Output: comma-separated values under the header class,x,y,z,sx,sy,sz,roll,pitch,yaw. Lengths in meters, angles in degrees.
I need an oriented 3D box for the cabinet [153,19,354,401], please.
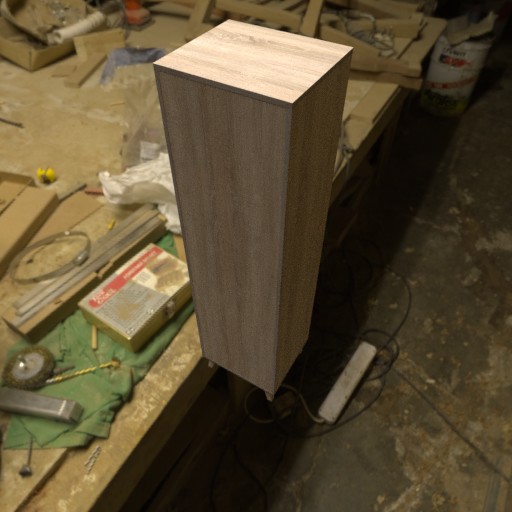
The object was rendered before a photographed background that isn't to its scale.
class,x,y,z,sx,sy,sz,roll,pitch,yaw
cabinet,0.000,0.000,2.192,0.510,1.960,0.450,24,51,21
